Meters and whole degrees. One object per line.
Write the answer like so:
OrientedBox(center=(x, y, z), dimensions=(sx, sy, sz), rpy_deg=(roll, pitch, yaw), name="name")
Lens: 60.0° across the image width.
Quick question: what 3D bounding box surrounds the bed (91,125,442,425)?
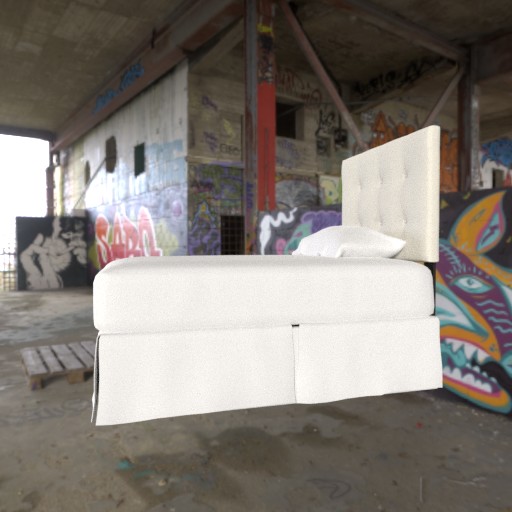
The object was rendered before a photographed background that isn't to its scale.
OrientedBox(center=(0.000, 0.000, 2.920), dimensions=(1.997, 1.571, 1.261), rpy_deg=(0, 1, -16), name="bed")
